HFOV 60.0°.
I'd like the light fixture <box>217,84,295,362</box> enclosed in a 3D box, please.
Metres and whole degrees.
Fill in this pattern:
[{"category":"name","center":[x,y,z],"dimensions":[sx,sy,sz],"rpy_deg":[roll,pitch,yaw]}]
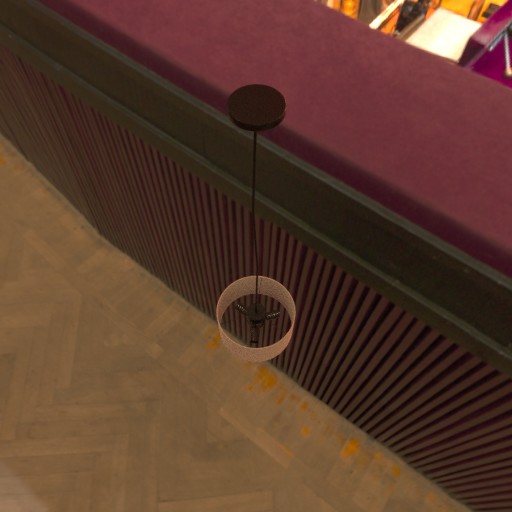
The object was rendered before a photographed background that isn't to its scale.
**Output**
[{"category":"light fixture","center":[0.000,0.000,1.771],"dimensions":[0.399,1.516,0.399],"rpy_deg":[0,60,0]}]
